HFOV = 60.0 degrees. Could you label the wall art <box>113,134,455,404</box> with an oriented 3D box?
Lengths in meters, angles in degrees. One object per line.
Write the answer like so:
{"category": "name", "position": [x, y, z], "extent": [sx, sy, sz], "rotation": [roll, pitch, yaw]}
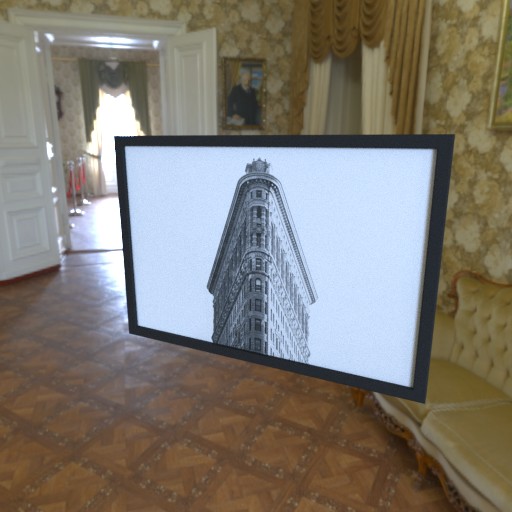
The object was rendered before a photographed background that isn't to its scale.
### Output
{"category": "wall art", "position": [0.000, 0.000, 1.253], "extent": [0.964, 0.659, 0.049], "rotation": [8, 17, 26]}
